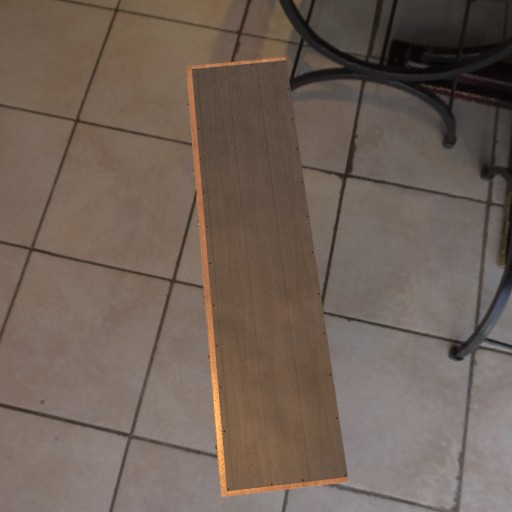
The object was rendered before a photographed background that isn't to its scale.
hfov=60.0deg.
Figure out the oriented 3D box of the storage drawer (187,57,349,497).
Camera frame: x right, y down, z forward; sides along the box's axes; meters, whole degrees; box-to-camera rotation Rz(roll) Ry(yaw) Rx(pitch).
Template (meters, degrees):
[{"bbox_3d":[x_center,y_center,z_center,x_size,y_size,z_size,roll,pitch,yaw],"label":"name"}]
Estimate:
[{"bbox_3d":[0.000,0.000,2.173,0.538,0.264,2.032,-6,75,-2],"label":"storage drawer"}]
